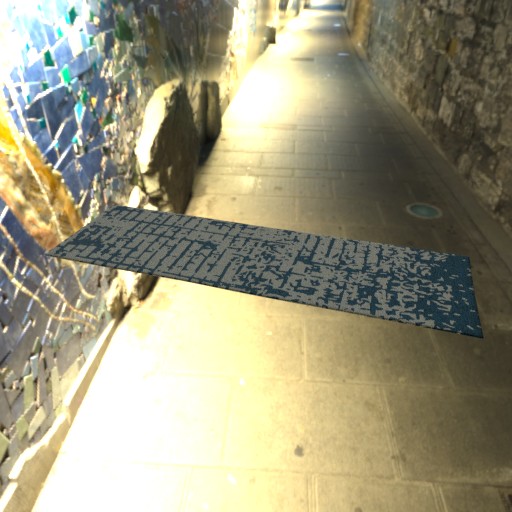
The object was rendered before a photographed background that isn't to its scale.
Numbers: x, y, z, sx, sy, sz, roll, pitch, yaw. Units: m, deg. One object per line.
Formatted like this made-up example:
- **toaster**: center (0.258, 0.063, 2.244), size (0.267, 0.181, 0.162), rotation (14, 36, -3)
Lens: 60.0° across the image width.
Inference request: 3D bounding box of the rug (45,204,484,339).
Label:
- **rug**: center (0.000, 0.000, 2.656), size (2.435, 0.011, 0.750), rotation (9, 33, 15)
